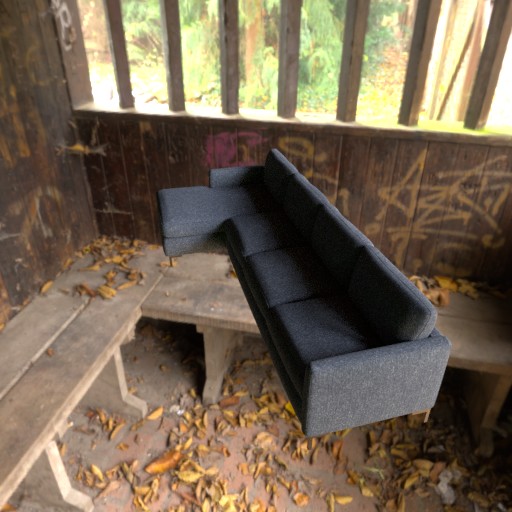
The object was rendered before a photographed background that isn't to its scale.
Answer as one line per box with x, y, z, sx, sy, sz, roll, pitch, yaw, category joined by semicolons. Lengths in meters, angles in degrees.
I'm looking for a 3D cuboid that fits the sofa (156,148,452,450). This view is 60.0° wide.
0.000;0.000;3.426;1.350;0.810;2.932;-8;32;-13;sofa
